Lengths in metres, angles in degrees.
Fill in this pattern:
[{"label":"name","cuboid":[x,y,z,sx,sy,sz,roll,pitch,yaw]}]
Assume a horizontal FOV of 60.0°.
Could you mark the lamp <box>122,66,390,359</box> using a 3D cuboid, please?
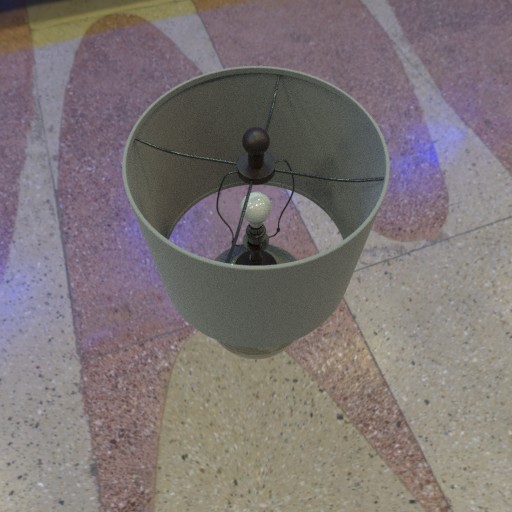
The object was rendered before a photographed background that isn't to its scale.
[{"label":"lamp","cuboid":[0.000,0.000,0.746,0.318,0.567,0.318,0,60,0]}]
